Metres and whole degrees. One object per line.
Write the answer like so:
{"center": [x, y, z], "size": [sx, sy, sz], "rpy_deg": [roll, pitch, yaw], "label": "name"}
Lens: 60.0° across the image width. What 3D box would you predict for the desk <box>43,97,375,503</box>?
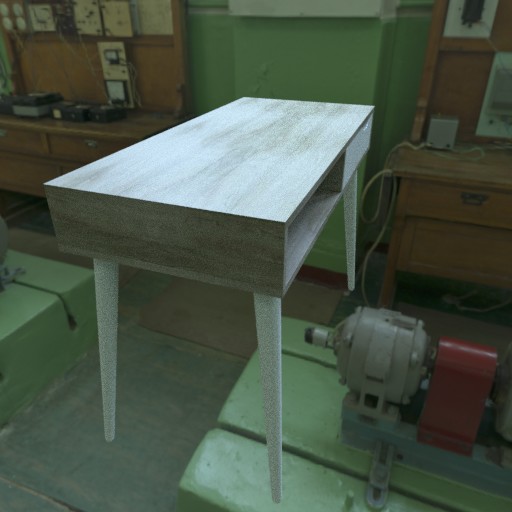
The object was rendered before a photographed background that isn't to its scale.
{"center": [0.000, 0.000, 1.322], "size": [0.491, 0.723, 0.979], "rpy_deg": [11, 31, 18], "label": "desk"}
